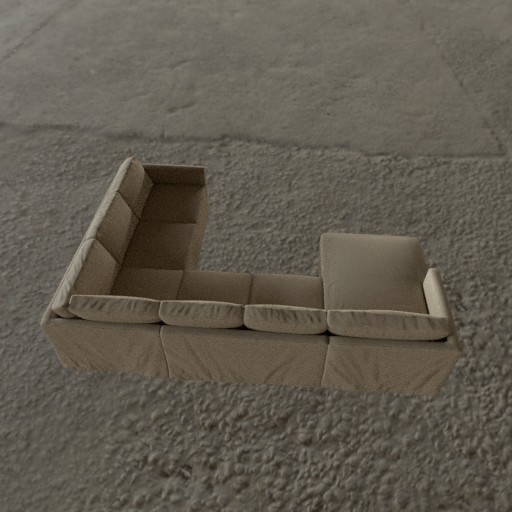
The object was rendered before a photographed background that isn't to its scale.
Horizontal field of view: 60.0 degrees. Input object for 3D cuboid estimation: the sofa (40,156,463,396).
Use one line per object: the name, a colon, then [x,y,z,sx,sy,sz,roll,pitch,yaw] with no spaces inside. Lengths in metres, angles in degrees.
sofa: [0.000,0.000,4.620,3.528,0.878,2.476,3,45,3]
